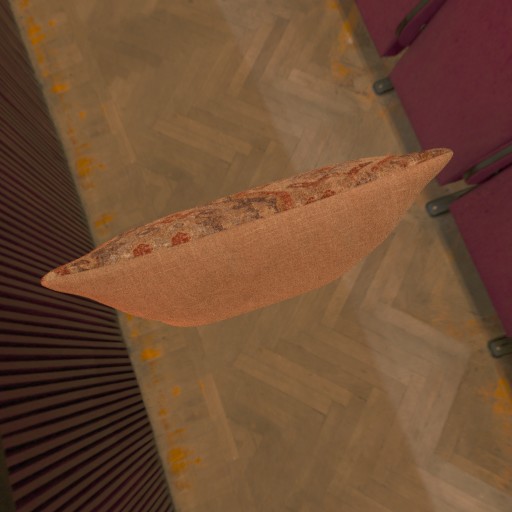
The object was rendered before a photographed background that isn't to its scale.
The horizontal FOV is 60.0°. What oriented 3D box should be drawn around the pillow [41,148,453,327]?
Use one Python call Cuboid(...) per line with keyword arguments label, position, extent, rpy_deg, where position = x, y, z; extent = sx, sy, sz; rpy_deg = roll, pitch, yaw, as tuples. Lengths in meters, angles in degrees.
Cuboid(label="pillow", position=(0.000, 0.000, 0.770), extent=(0.523, 0.506, 0.166), rpy_deg=(-18, 78, -4))
